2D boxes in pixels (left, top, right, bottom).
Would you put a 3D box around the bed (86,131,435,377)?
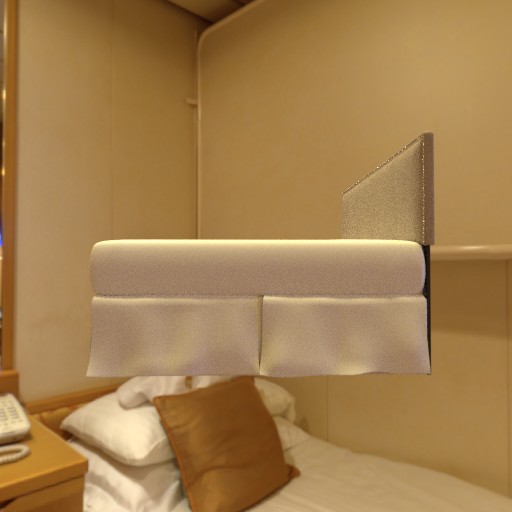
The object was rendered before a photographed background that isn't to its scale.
[{"bbox_3d":[0.000,0.000,3.441,1.914,1.346,2.170,0,-1,-1],"label":"bed"}]
